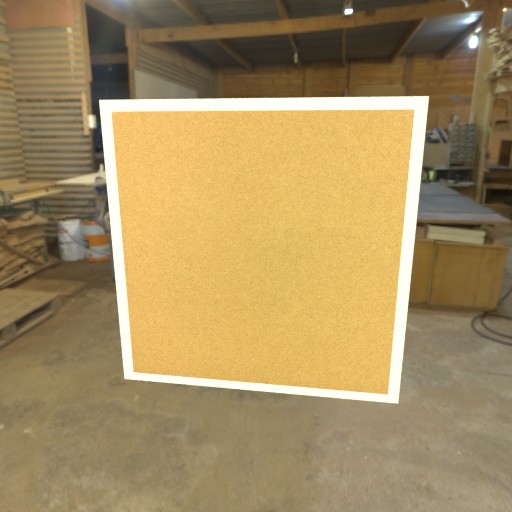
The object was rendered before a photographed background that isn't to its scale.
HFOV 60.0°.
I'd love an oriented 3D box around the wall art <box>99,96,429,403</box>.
[{"bbox_3d":[0.000,0.000,1.137,0.763,0.761,0.038,2,16,9],"label":"wall art"}]
